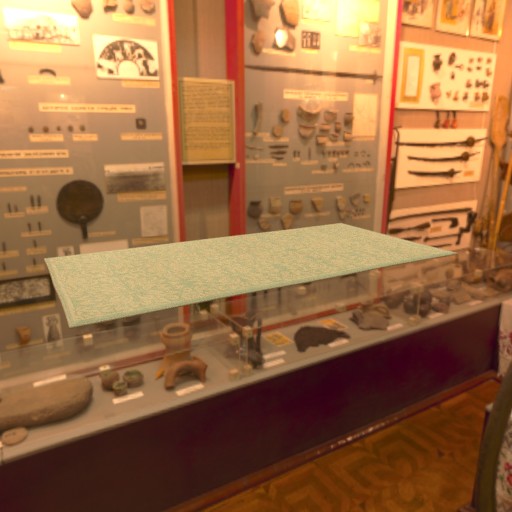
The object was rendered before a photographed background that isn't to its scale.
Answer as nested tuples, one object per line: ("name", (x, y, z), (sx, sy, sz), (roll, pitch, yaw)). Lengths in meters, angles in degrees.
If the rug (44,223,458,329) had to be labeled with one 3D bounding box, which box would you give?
("rug", (0.000, 0.000, 1.451), (1.219, 0.007, 0.604), (-8, 17, -28))
